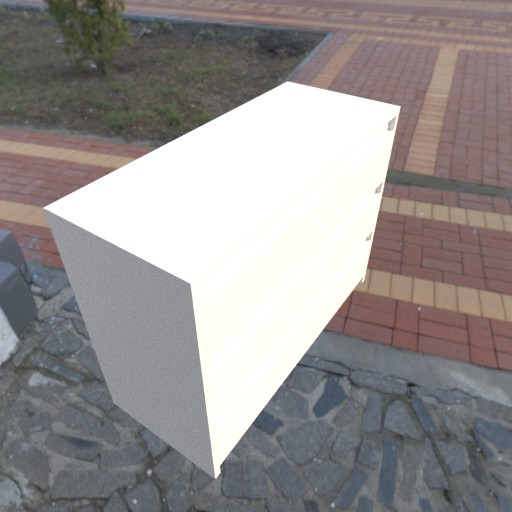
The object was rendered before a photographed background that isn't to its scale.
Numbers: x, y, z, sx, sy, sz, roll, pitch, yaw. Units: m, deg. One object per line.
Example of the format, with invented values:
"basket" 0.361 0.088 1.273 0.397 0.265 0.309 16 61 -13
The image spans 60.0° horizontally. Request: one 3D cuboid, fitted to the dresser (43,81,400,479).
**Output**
"dresser" 0.000 0.000 1.553 0.460 0.820 1.100 24 45 26
